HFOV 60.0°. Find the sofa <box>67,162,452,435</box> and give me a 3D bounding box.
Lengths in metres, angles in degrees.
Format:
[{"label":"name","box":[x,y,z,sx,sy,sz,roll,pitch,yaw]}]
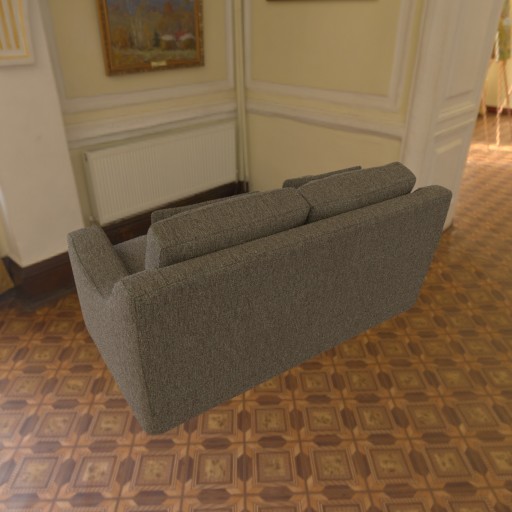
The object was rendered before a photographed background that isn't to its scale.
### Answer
[{"label":"sofa","box":[0.000,0.000,2.421,1.778,0.991,1.120,-18,33,-29]}]
